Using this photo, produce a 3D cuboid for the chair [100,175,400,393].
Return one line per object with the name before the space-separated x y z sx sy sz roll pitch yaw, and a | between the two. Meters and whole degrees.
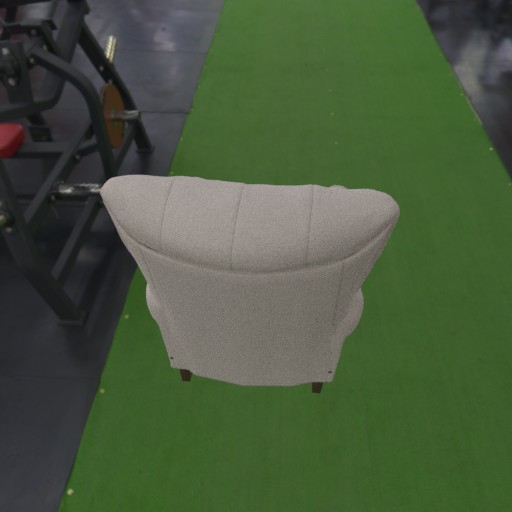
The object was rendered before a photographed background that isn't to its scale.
chair | 0.000 0.000 1.954 0.942 1.209 1.025 4 47 4
